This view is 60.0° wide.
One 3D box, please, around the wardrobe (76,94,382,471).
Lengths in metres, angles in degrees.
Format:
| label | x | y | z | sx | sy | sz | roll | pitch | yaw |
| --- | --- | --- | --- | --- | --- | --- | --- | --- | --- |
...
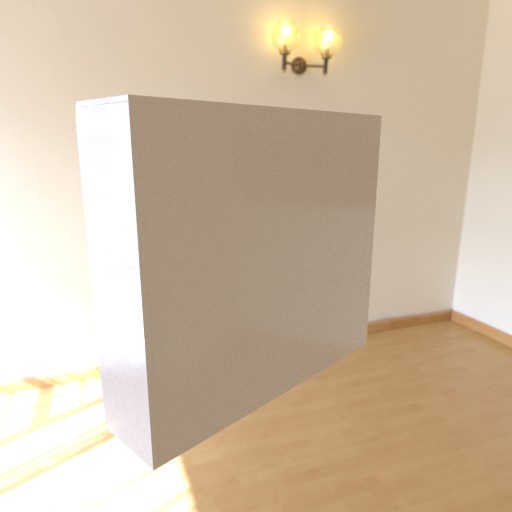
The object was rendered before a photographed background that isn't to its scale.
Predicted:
| label | x | y | z | sx | sy | sz | roll | pitch | yaw |
| --- | --- | --- | --- | --- | --- | --- | --- | --- | --- |
| wardrobe | 0.000 | 0.000 | 1.917 | 0.360 | 1.200 | 1.340 | 14 | 20 | 43 |
